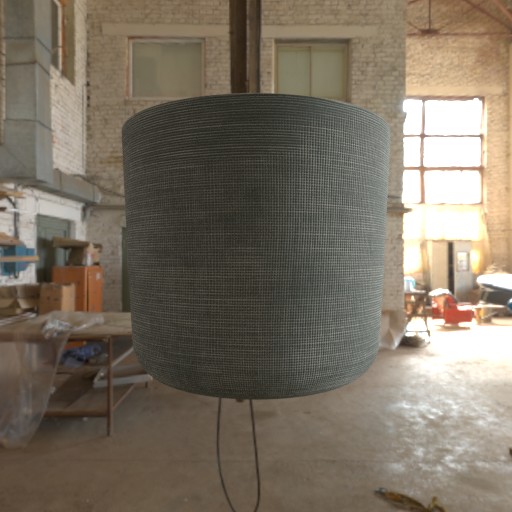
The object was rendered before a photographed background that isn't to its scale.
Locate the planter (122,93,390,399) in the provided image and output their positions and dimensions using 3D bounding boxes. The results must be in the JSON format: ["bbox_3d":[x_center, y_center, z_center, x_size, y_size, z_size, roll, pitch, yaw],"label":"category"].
[{"bbox_3d":[0.000,0.000,0.759,0.440,0.398,0.440,0,0,0],"label":"planter"}]
